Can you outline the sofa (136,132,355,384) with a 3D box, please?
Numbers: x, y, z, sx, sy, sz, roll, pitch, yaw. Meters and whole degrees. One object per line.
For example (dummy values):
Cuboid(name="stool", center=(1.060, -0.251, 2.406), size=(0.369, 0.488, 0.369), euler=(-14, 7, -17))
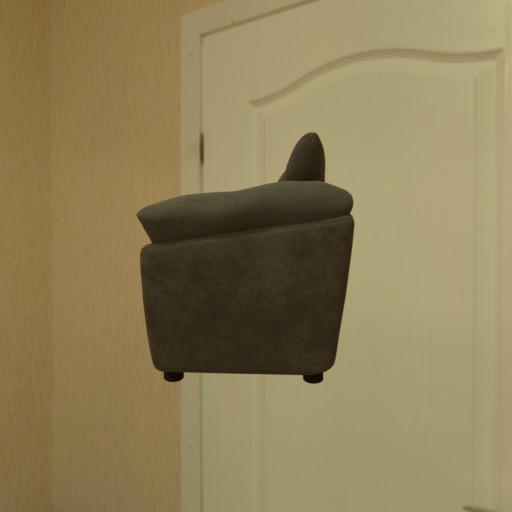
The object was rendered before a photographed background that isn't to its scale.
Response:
Cuboid(name="sofa", center=(0.000, 0.000, 2.889), size=(0.878, 1.073, 2.336), euler=(0, 1, 2))
